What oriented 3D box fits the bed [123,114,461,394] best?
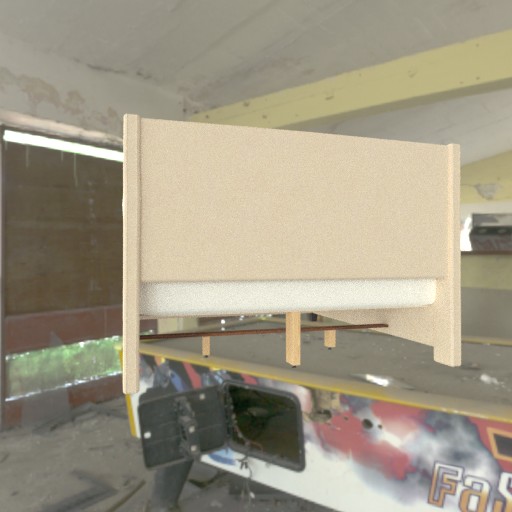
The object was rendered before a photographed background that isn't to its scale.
[{"bbox_3d":[0.000,0.000,3.709,2.145,1.471,2.293,0,0,-17],"label":"bed"}]
